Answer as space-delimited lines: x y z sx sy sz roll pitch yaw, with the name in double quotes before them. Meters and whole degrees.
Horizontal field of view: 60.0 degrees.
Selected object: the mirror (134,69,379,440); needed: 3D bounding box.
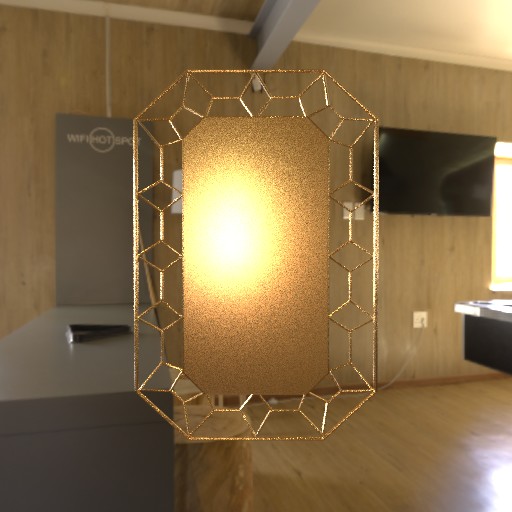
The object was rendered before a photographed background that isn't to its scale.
"mirror" 0.000 0.000 1.061 0.572 0.870 0.051 0 1 0
